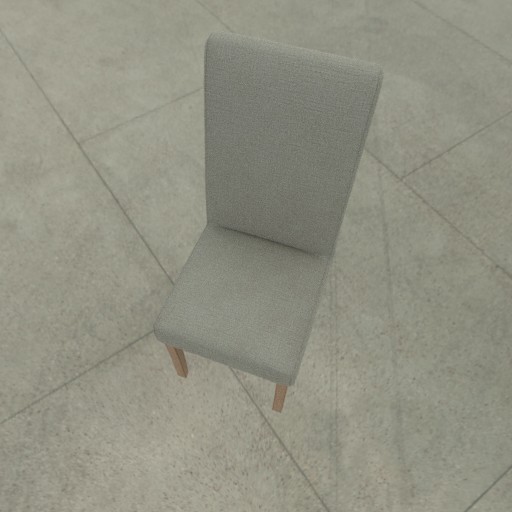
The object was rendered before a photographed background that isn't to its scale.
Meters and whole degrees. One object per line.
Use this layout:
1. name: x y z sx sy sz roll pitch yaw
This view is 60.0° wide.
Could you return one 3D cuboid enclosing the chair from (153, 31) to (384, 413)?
1. chair: 0.000 0.000 1.349 0.450 1.033 0.611 17 60 10
